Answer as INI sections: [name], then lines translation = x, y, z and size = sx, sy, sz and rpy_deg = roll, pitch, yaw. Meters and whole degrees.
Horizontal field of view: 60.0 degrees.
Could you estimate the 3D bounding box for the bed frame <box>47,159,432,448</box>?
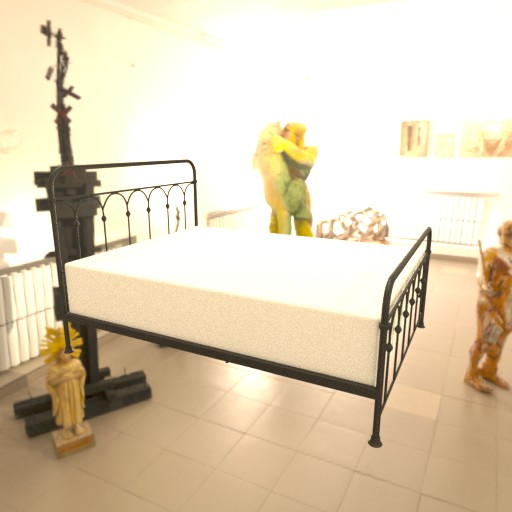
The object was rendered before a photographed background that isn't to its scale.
[bed frame]
translation = 0.000, 0.000, 3.168
size = 2.203, 1.276, 1.664
rpy_deg = 7, 16, 26
